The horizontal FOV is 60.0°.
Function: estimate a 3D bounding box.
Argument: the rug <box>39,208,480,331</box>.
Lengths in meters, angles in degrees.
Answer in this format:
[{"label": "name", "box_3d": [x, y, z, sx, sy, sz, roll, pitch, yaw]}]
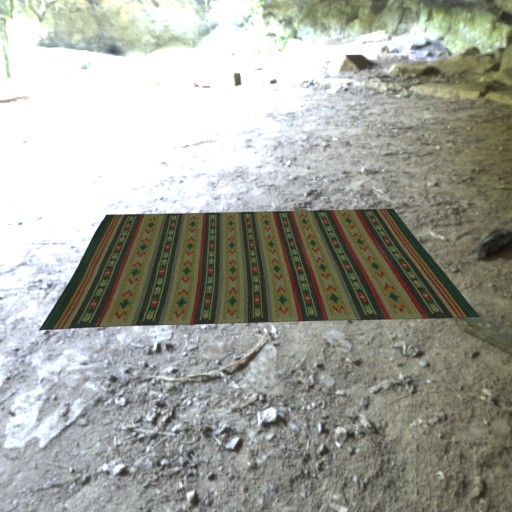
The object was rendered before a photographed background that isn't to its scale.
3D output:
[{"label": "rug", "box_3d": [0.000, 0.000, 3.102, 2.447, 0.011, 1.520, -1, 30, -2]}]
